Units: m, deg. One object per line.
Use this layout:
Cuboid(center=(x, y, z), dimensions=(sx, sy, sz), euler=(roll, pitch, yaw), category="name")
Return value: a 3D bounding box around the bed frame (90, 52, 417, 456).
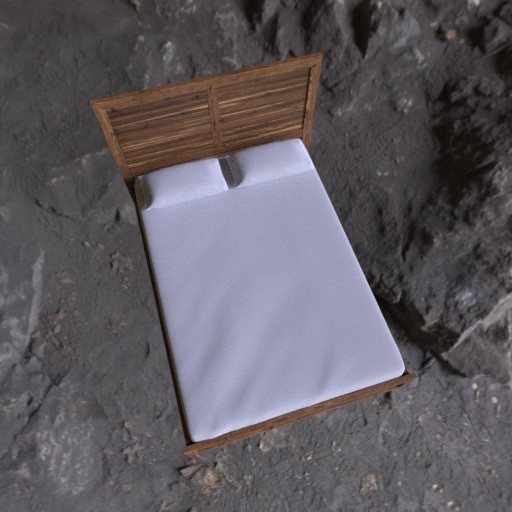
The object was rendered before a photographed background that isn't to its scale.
Cuboid(center=(0.000, 0.000, 3.302), dimensions=(1.696, 1.417, 2.276), euler=(-15, 64, -8), category="bed frame")
